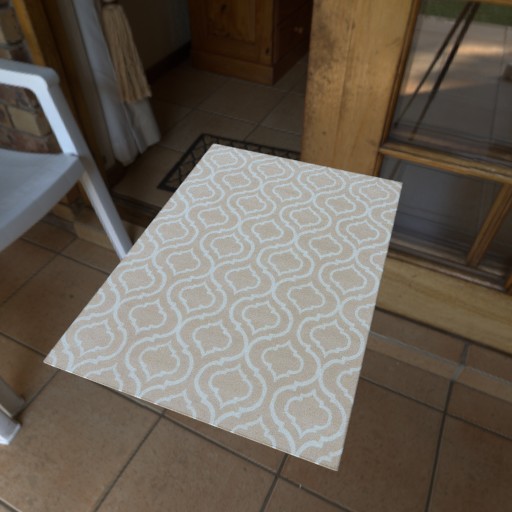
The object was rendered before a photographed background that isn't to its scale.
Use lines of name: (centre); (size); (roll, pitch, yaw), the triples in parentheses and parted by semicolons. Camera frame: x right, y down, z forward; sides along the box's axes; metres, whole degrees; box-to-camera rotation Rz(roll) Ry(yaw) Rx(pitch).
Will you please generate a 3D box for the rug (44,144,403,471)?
rug: (0.000, 0.000, 2.755); (1.524, 0.010, 2.134); (15, 48, 14)
